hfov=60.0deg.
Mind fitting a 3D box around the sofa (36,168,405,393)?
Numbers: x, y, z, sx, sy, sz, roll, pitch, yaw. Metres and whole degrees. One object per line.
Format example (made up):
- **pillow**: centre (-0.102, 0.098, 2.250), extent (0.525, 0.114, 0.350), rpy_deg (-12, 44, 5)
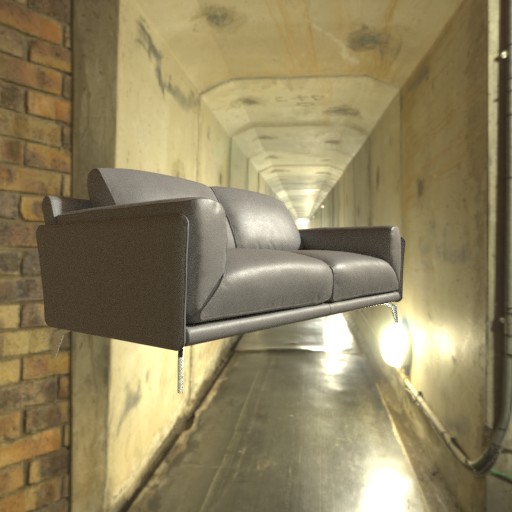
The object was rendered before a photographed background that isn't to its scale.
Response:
- **sofa**: centre (0.000, 0.000, 2.580), extent (1.049, 0.930, 2.101), rpy_deg (0, 0, 38)
